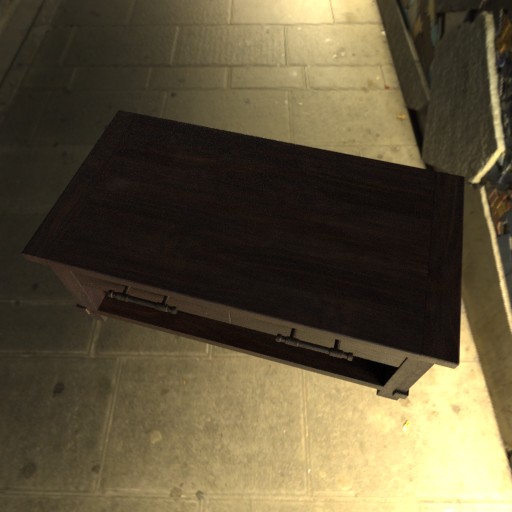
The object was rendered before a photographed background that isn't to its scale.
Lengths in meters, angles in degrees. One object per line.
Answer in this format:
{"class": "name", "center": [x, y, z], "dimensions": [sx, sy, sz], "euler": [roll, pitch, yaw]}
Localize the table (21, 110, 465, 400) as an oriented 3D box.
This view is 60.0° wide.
{"class": "table", "center": [0.000, 0.000, 1.609], "dimensions": [1.270, 0.494, 0.700], "euler": [13, 58, 8]}
